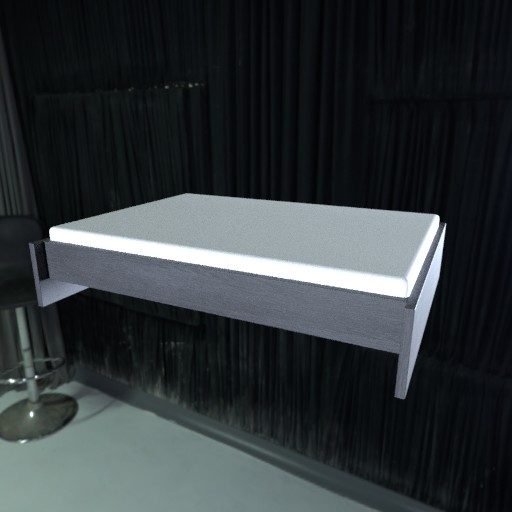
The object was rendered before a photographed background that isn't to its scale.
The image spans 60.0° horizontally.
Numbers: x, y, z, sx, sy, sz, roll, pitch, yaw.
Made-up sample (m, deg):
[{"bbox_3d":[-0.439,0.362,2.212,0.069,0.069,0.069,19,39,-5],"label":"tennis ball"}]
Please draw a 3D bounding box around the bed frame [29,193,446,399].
[{"bbox_3d":[0.000,0.000,2.620,1.950,0.432,1.490,8,19,25],"label":"bed frame"}]
